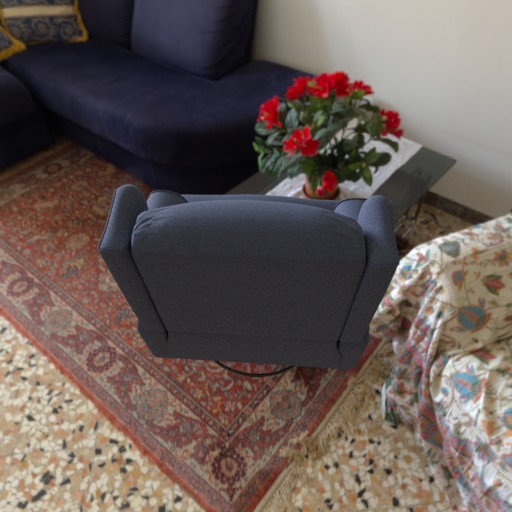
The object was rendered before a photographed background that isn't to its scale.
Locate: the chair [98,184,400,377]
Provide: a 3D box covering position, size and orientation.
[{"bbox_3d":[0.000,0.000,1.711,0.971,1.020,0.877,3,46,3],"label":"chair"}]
